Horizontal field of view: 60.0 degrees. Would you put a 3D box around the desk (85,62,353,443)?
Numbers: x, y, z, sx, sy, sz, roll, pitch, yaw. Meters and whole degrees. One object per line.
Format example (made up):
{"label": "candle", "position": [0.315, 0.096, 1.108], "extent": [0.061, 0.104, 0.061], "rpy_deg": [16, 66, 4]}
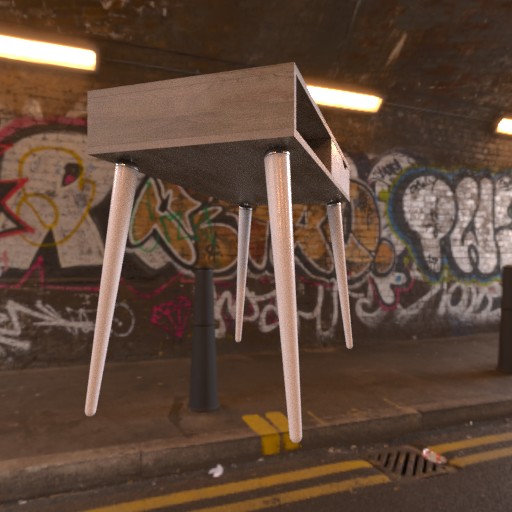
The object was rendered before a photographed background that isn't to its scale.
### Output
{"label": "desk", "position": [0.000, 0.000, 1.374], "extent": [0.491, 0.723, 0.979], "rpy_deg": [0, -1, 18]}
